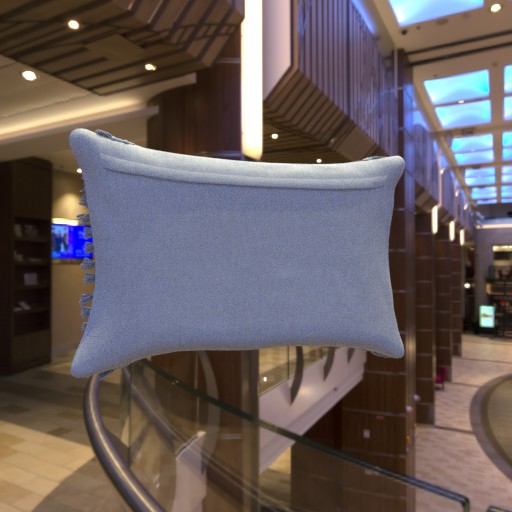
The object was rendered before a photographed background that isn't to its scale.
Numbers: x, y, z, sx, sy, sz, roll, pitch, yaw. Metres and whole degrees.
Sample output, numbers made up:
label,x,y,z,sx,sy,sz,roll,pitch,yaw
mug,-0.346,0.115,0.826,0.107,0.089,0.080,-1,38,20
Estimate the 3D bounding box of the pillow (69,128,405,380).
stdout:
label,x,y,z,sx,sy,sz,roll,pitch,yaw
pillow,0.000,0.000,0.595,0.466,0.305,0.084,0,-1,-17
